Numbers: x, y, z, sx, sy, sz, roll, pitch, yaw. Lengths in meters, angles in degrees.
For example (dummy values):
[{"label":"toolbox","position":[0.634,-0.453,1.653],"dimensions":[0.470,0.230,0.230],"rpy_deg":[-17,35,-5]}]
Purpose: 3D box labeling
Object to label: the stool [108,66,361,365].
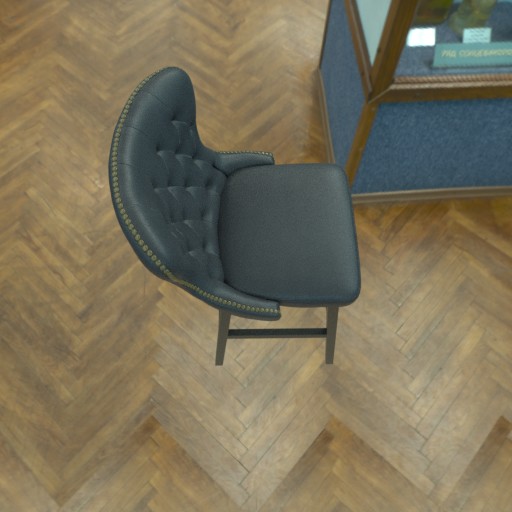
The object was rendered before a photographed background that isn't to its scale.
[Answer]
[{"label":"stool","position":[0.000,0.000,1.364],"dimensions":[0.601,1.050,0.528],"rpy_deg":[-1,64,0]}]
